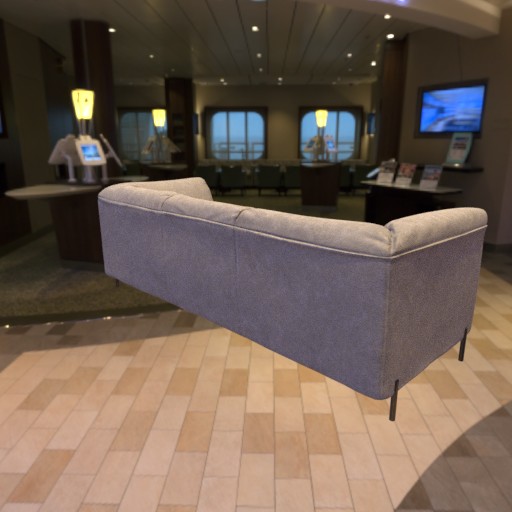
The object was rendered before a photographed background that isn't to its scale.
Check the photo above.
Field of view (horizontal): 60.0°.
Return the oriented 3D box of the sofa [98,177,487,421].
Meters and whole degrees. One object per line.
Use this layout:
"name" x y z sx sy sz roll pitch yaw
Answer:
"sofa" 0.000 0.000 2.602 0.899 0.758 2.238 -14 21 -42
